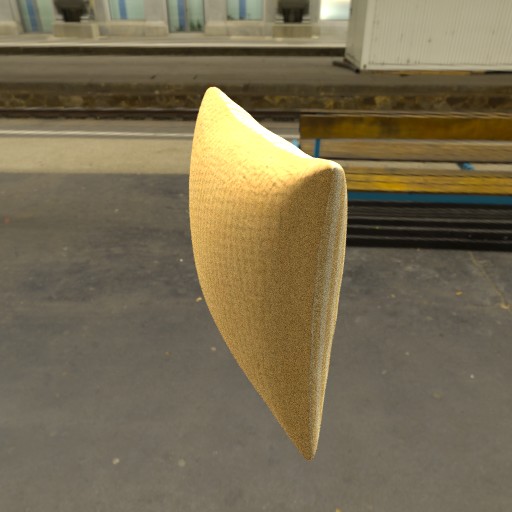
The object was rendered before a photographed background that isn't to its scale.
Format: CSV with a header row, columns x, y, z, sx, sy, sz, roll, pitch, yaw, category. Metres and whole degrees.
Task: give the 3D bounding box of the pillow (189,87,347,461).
x,y,z,sx,sy,sz,roll,pitch,yaw,category
0.000,0.000,0.652,0.173,0.407,0.419,-10,32,-17,pillow
